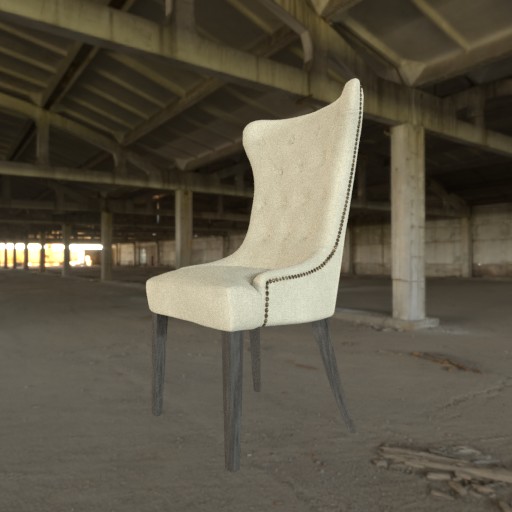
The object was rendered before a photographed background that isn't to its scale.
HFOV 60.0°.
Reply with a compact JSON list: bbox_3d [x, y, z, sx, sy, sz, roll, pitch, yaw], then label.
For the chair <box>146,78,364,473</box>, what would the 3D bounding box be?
[{"bbox_3d":[0.000,0.000,1.436,0.590,1.065,0.584,0,0,-36],"label":"chair"}]
